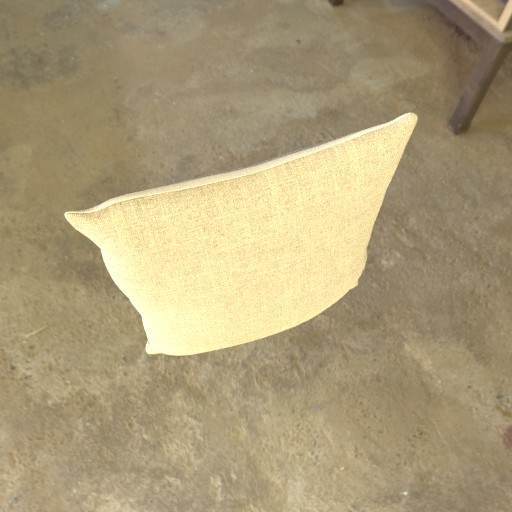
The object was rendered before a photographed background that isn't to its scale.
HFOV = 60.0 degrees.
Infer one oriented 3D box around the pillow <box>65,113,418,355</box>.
[{"bbox_3d":[0.000,0.000,0.690,0.439,0.440,0.182,-17,60,-10],"label":"pillow"}]
